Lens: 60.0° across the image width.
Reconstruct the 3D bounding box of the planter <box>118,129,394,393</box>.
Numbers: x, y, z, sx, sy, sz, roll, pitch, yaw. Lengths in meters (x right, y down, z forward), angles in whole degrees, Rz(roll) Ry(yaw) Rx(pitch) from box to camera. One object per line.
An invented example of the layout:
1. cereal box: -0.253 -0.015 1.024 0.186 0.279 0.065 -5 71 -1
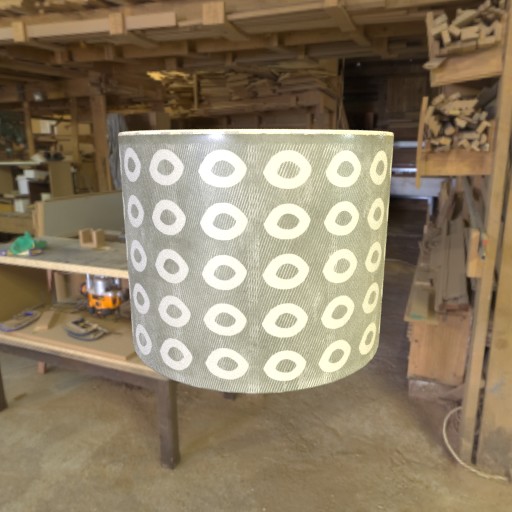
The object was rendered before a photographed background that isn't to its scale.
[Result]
1. planter: 0.000 0.000 0.448 0.250 0.239 0.250 0 14 0
